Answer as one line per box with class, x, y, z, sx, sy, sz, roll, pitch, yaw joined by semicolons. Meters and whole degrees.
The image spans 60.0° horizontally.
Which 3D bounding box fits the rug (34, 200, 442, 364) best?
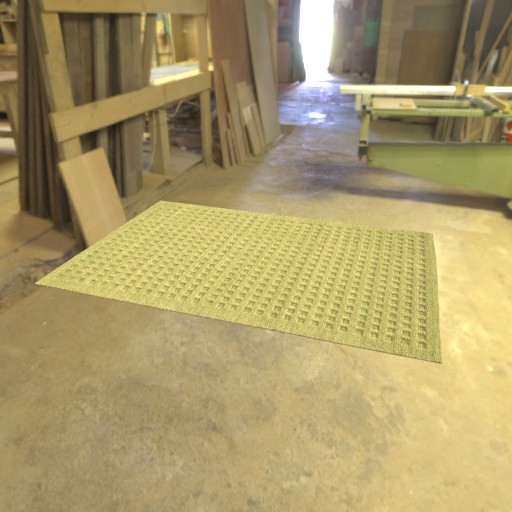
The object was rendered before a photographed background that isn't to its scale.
rug;0.000;0.000;2.977;2.297;0.007;1.529;8;28;16
